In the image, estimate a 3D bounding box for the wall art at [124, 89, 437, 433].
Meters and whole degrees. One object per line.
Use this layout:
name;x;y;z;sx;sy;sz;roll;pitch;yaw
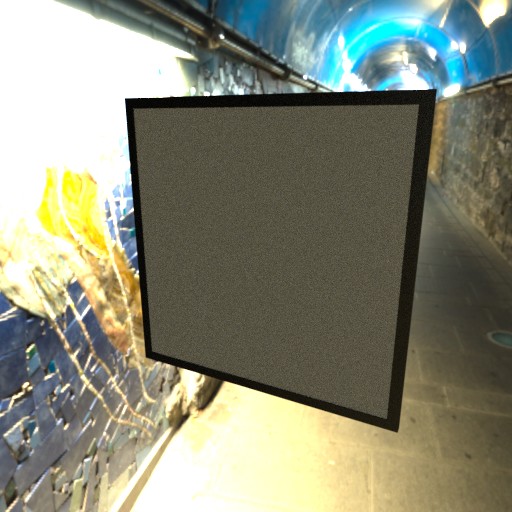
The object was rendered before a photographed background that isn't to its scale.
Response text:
wall art;0.000;0.000;1.176;0.807;0.807;0.022;9;19;26
